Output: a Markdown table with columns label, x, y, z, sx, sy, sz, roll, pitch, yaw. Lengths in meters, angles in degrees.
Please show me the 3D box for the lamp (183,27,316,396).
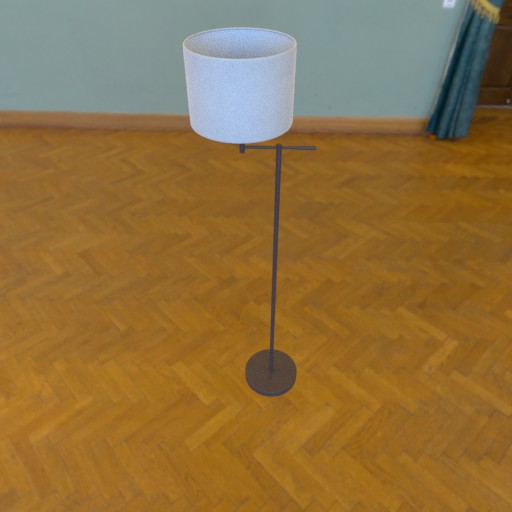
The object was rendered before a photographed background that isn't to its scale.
| label | x | y | z | sx | sy | sz | roll | pitch | yaw |
| --- | --- | --- | --- | --- | --- | --- | --- | --- | --- |
| lamp | 0.000 | 0.000 | 1.779 | 0.416 | 1.600 | 0.324 | 1 | 40 | 1 |
